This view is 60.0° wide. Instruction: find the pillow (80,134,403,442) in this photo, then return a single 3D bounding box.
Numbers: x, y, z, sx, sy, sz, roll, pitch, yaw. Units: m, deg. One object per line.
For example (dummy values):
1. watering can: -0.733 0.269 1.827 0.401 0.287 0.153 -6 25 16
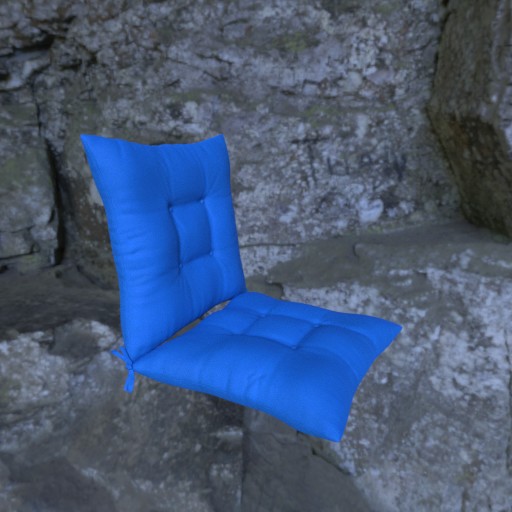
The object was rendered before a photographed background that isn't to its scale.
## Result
1. pillow: 0.000 0.000 1.005 0.585 0.536 0.541 8 17 28
